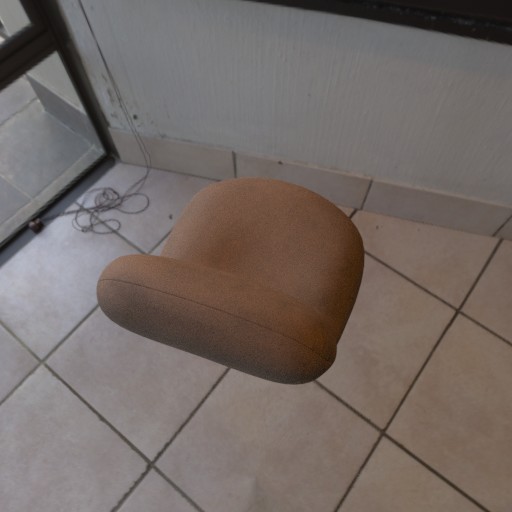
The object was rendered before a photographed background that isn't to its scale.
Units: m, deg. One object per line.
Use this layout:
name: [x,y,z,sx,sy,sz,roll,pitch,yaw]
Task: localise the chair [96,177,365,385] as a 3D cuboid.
chair: [0.000,0.000,1.032,0.521,0.594,0.597,17,65,9]
